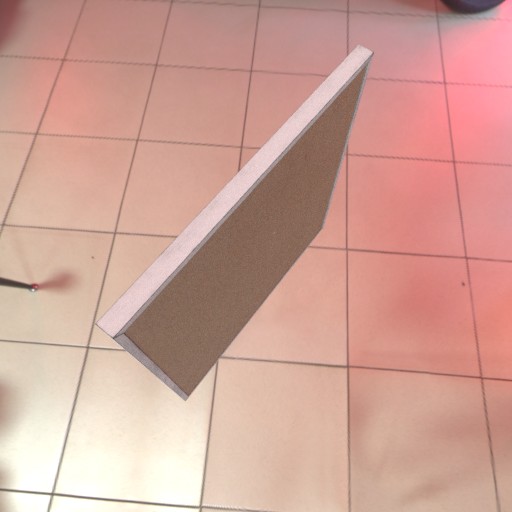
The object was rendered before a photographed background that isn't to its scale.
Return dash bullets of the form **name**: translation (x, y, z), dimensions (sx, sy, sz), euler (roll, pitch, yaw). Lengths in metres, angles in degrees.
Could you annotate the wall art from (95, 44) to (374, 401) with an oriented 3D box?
- **wall art**: translation (0.000, 0.000, 1.146), dimensions (0.038, 0.762, 0.762), euler (35, 70, 15)
